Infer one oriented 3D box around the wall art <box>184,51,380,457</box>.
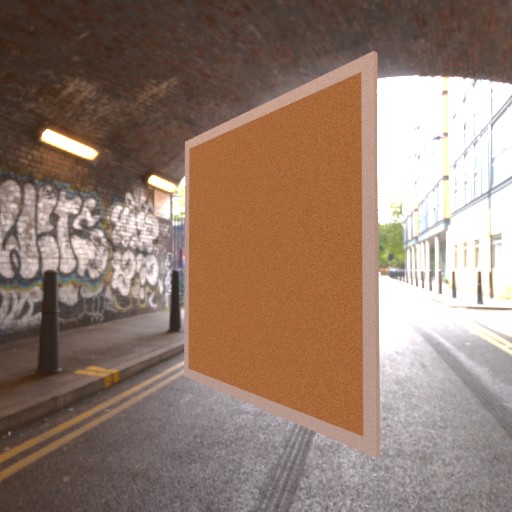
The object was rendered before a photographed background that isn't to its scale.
[{"bbox_3d":[0.000,0.000,1.215,0.013,0.813,0.812,1,-2,-37],"label":"wall art"}]
